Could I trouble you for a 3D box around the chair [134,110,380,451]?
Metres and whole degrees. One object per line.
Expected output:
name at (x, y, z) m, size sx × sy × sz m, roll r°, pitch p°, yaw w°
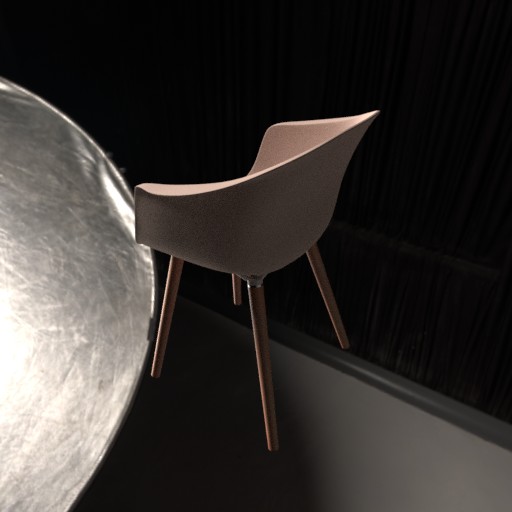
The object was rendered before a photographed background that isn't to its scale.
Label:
chair at (0.000, 0.000, 1.155) m, size 0.504 × 0.781 × 0.593 m, roll 20°, pitch 37°, yaw 28°
